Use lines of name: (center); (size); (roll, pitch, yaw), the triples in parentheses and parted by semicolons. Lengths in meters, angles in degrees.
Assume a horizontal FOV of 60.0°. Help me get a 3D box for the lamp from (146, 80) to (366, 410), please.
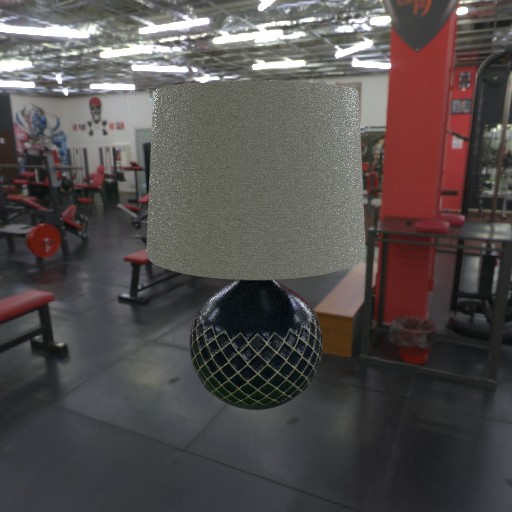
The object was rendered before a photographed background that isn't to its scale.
lamp: (0.000, 0.000, 0.784); (0.376, 0.540, 0.376); (0, 14, 0)
